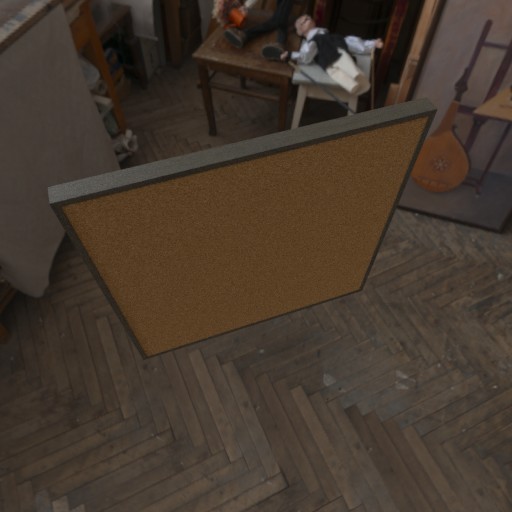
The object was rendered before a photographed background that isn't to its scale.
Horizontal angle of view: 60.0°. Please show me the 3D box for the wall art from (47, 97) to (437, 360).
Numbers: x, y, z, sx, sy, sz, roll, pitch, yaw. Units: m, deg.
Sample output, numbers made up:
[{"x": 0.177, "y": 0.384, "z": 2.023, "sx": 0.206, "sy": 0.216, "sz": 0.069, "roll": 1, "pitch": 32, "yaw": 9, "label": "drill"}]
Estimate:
[{"x": 0.000, "y": 0.000, "z": 1.149, "sx": 0.758, "sy": 0.758, "sz": 0.039, "roll": -16, "pitch": 58, "yaw": -10, "label": "wall art"}]
